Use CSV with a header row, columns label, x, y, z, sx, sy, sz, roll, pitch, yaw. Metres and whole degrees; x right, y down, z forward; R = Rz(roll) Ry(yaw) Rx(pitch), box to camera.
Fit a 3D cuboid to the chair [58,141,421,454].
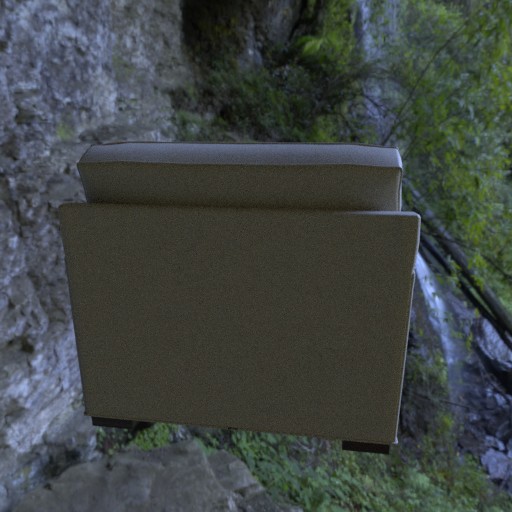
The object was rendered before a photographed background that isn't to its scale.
label,x,y,z,sx,sy,sz,roll,pitch,yaw
chair,0.000,0.000,1.749,0.998,0.913,1.043,2,18,8
